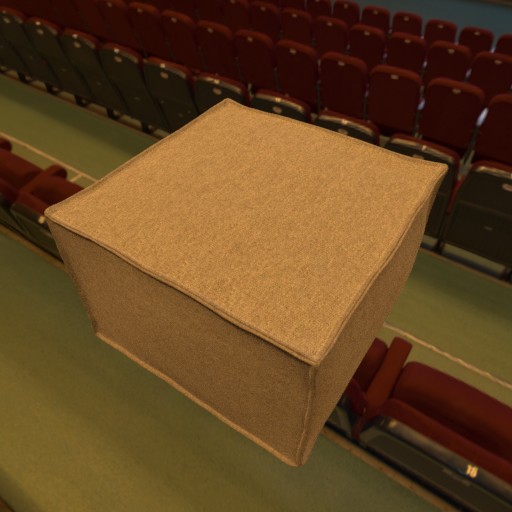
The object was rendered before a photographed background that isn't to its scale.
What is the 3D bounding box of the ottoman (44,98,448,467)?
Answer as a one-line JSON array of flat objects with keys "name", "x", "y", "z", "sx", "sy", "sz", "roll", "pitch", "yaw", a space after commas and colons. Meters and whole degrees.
[{"name": "ottoman", "x": 0.000, "y": 0.000, "z": 1.157, "sx": 0.707, "sy": 0.470, "sz": 0.696, "roll": 26, "pitch": 51, "yaw": 23}]
